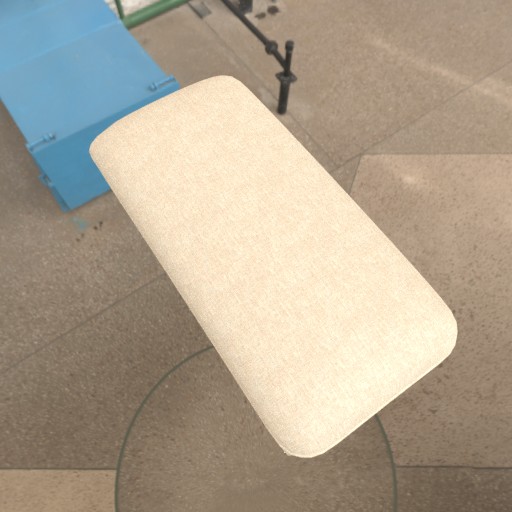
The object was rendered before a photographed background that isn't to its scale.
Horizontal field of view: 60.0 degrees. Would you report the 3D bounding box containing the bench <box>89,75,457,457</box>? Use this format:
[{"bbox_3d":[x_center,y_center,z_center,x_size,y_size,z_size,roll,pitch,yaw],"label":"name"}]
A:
[{"bbox_3d":[0.000,0.000,1.230,0.483,0.483,0.991,-32,68,-14],"label":"bench"}]
